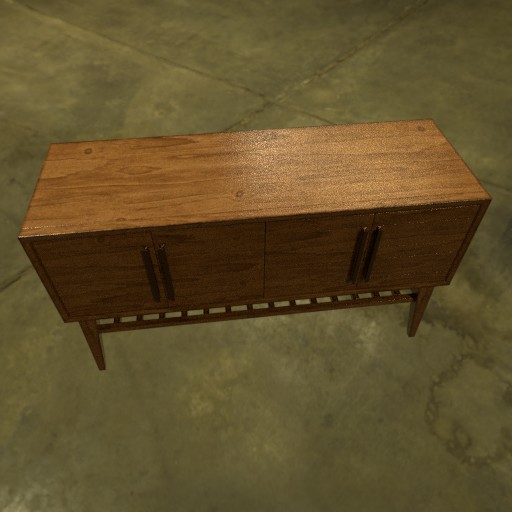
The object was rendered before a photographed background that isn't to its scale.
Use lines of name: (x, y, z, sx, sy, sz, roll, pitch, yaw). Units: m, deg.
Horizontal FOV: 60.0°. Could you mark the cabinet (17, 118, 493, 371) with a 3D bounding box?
cabinet: (0.000, 0.000, 1.709, 1.363, 0.802, 0.477, -5, 47, -5)
